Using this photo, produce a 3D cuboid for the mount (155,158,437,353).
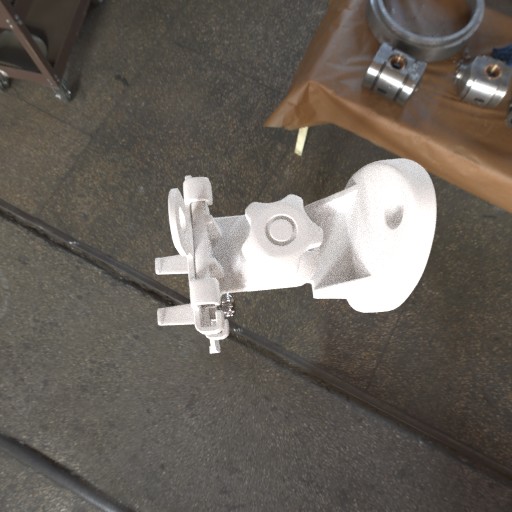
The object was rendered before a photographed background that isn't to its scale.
[{"bbox_3d":[0.000,0.000,0.174,0.100,0.118,0.066,-6,76,-1],"label":"mount"}]
